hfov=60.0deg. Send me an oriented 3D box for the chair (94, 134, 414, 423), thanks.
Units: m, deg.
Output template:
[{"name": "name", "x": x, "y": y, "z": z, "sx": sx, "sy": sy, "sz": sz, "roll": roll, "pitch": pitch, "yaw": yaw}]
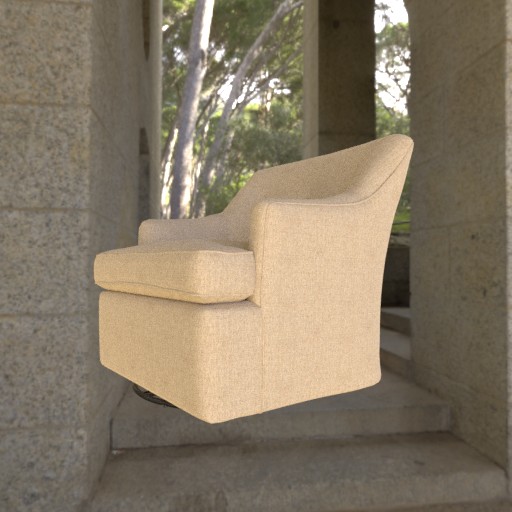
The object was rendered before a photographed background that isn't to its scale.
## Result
[{"name": "chair", "x": 0.000, "y": 0.000, "z": 1.580, "sx": 0.923, "sy": 0.856, "sz": 0.864, "roll": 1, "pitch": -1, "yaw": -37}]
